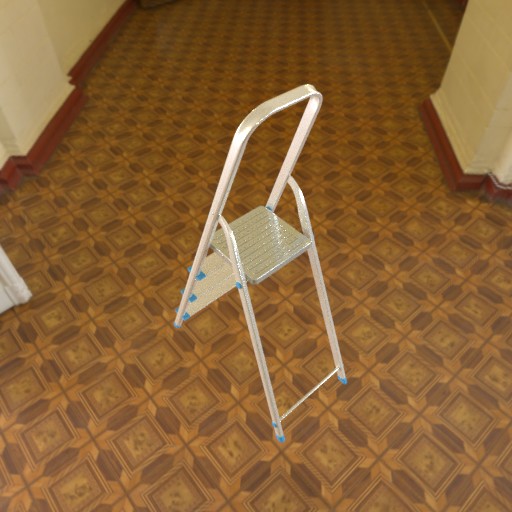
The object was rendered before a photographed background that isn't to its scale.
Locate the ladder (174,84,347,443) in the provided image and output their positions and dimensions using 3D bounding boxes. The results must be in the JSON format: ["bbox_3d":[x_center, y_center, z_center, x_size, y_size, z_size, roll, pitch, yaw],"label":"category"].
[{"bbox_3d":[0.000,0.000,1.744,0.445,1.434,0.842,-33,55,-27],"label":"ladder"}]
